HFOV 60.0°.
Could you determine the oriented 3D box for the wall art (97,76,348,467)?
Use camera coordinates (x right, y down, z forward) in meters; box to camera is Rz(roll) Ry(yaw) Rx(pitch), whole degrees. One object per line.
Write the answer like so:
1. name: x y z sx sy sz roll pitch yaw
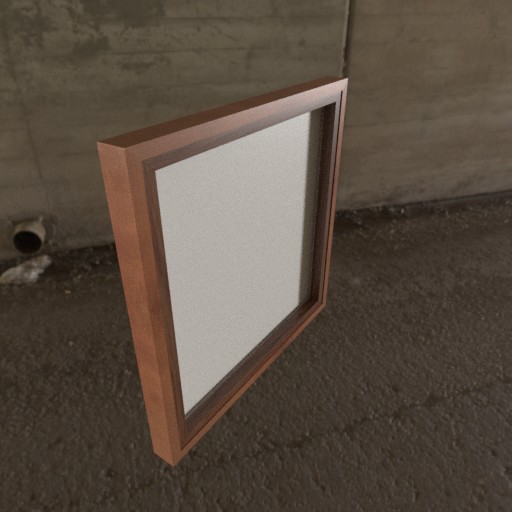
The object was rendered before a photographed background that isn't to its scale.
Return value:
1. wall art: 0.000 0.000 0.598 0.035 0.403 0.403 20 36 30
